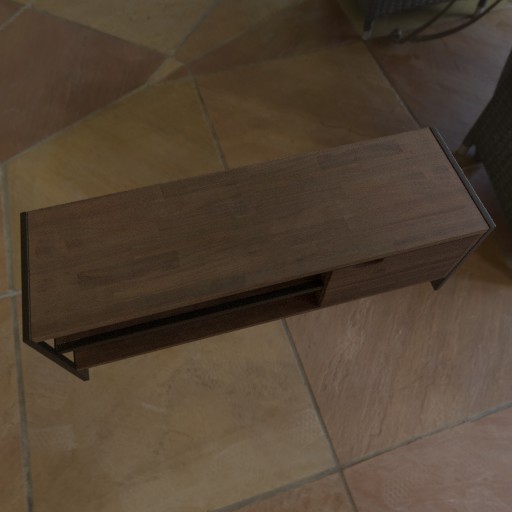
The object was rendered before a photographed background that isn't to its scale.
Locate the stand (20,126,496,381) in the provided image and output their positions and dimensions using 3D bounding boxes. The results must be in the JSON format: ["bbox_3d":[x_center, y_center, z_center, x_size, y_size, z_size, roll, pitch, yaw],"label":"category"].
[{"bbox_3d":[0.000,0.000,1.661,1.480,0.506,0.454,-13,63,-7],"label":"stand"}]
